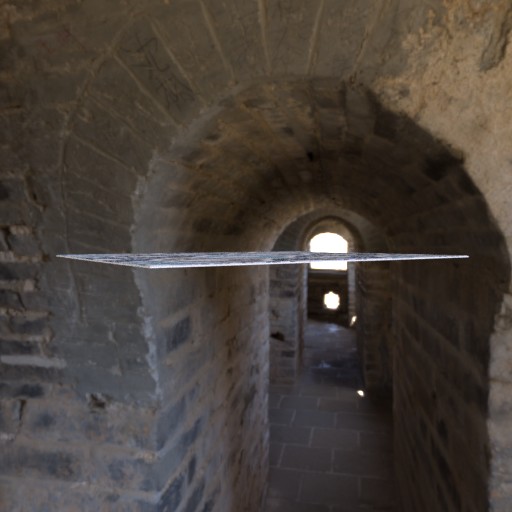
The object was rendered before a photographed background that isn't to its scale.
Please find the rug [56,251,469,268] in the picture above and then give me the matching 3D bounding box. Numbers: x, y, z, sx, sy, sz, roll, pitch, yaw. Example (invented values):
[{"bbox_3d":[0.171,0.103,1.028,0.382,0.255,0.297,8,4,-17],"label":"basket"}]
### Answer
[{"bbox_3d":[0.000,0.000,4.143,3.040,0.014,2.423,-1,2,-35],"label":"rug"}]
